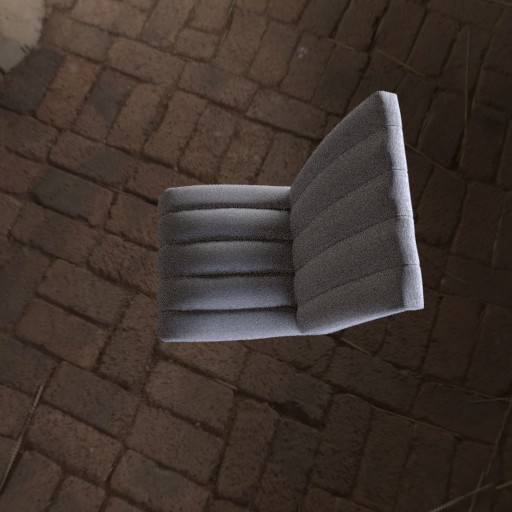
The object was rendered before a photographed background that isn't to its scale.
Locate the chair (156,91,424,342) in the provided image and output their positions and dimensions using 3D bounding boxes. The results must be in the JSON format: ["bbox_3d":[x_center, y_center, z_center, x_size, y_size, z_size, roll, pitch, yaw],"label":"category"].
[{"bbox_3d":[0.000,0.000,1.386,0.647,1.016,0.511,-2,76,-1],"label":"chair"}]
